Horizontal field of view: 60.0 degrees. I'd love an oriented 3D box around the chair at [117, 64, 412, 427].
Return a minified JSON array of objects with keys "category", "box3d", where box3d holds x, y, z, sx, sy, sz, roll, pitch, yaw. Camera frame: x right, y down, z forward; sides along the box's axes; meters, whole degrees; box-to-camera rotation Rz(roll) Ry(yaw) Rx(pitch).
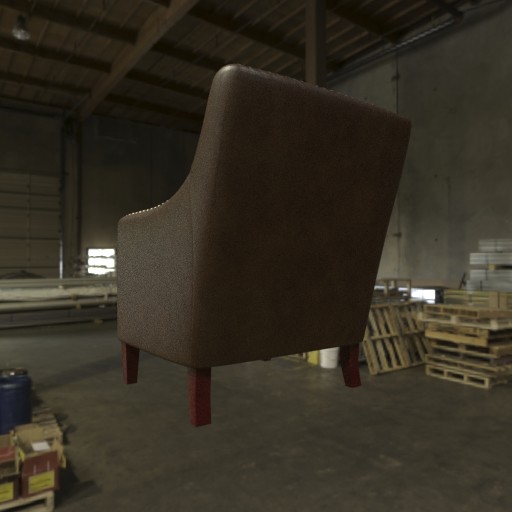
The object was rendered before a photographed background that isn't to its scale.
[{"category":"chair","box3d":[0.000,0.000,1.347,0.639,0.813,0.704,1,-1,-37]}]
